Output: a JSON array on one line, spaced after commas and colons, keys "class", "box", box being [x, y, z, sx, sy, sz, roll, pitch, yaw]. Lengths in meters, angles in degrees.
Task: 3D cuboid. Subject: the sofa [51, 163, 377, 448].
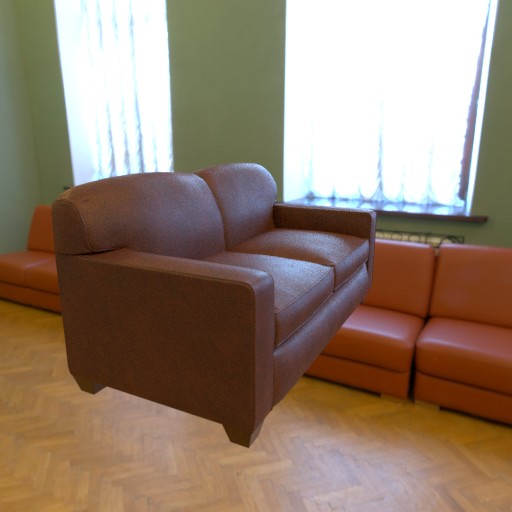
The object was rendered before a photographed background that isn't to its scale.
[{"class": "sofa", "box": [0.000, 0.000, 2.477, 1.000, 0.966, 1.856, 7, 16, 26]}]
